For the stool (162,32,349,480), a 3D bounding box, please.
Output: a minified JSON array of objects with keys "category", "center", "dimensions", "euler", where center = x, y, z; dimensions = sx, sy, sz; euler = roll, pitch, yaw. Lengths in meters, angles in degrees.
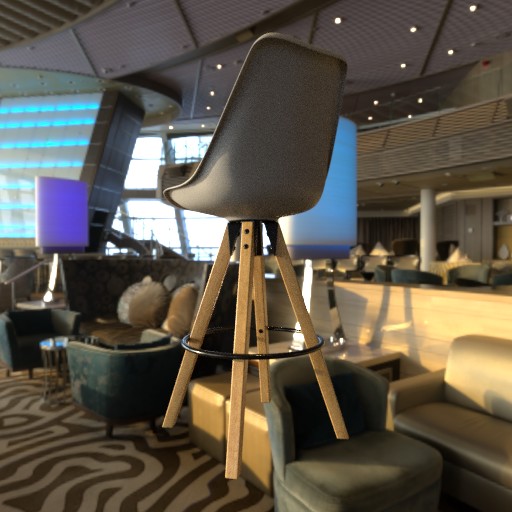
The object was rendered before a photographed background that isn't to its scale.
[{"category":"stool","center":[0.000,0.000,1.377],"dimensions":[0.485,1.115,0.550],"euler":[-1,1,-36]}]
